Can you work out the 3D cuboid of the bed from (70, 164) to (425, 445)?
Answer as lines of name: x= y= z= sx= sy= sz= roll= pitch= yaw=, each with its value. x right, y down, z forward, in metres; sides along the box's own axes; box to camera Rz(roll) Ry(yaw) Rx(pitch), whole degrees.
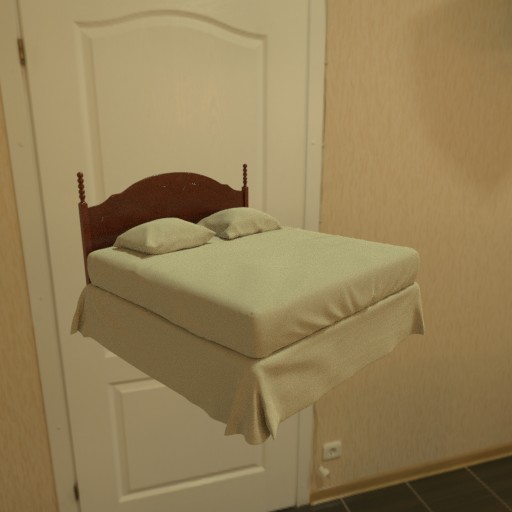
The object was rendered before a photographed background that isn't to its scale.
bed: x=0.000 y=0.000 z=3.660 sx=2.219 sy=1.355 sz=2.322 roll=14 pitch=20 yaw=42
